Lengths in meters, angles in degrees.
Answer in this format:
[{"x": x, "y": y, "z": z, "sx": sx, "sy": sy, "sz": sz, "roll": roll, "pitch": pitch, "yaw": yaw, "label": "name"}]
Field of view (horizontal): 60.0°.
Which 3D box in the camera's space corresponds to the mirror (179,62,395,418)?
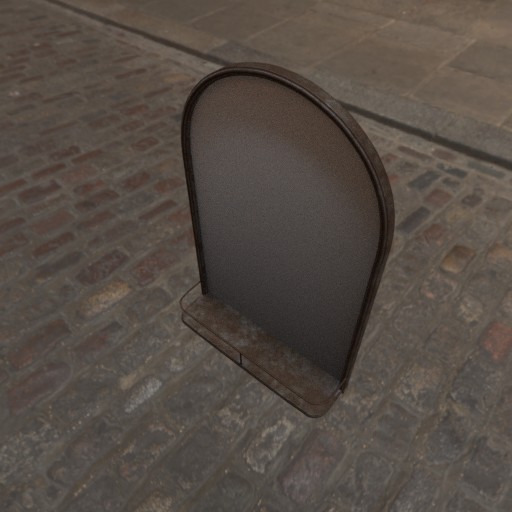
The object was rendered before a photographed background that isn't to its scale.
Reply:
[{"x": 0.000, "y": 0.000, "z": 0.956, "sx": 0.510, "sy": 0.770, "sz": 0.137, "roll": 31, "pitch": 54, "yaw": 26, "label": "mirror"}]
